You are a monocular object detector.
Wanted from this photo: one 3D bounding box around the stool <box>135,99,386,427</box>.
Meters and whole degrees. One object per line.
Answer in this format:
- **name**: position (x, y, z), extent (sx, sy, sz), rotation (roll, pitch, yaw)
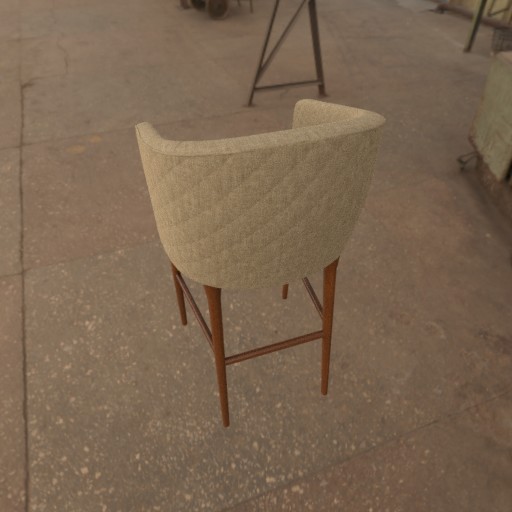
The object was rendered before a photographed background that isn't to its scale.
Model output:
- **stool**: position (0.000, 0.000, 1.384), extent (0.559, 1.078, 0.607), rotation (-13, 43, -14)
